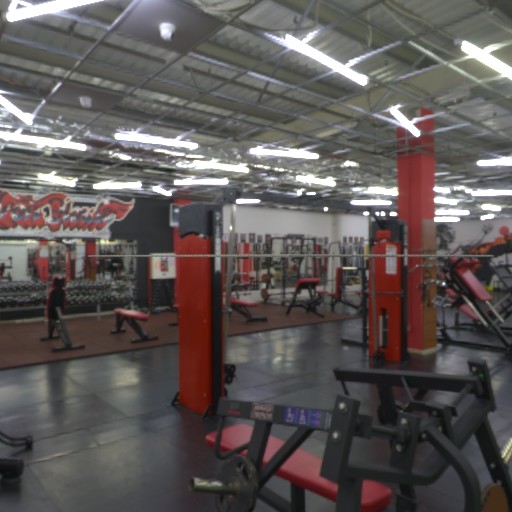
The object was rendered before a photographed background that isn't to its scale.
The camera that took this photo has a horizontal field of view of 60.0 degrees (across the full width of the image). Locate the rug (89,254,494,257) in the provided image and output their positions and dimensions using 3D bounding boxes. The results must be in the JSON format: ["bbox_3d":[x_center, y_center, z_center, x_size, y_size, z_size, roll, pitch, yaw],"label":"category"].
[{"bbox_3d":[0.000,0.000,3.004,1.515,0.010,2.430,0,0,-37],"label":"rug"}]
